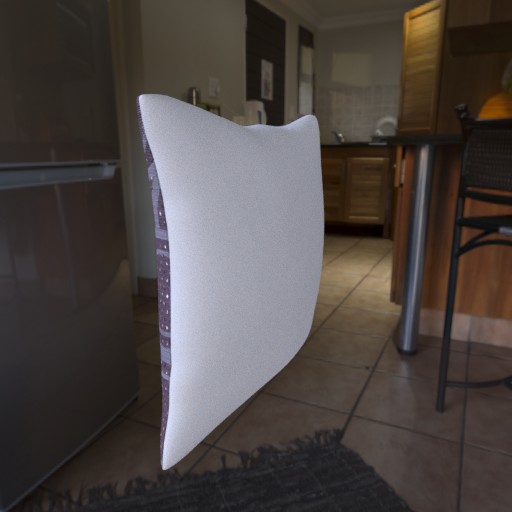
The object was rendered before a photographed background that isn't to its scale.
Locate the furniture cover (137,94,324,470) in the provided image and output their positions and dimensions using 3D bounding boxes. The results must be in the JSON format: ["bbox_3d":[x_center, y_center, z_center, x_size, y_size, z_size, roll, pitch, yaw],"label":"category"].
[{"bbox_3d":[0.000,0.000,0.799,0.193,0.509,0.552,8,17,27],"label":"furniture cover"}]
